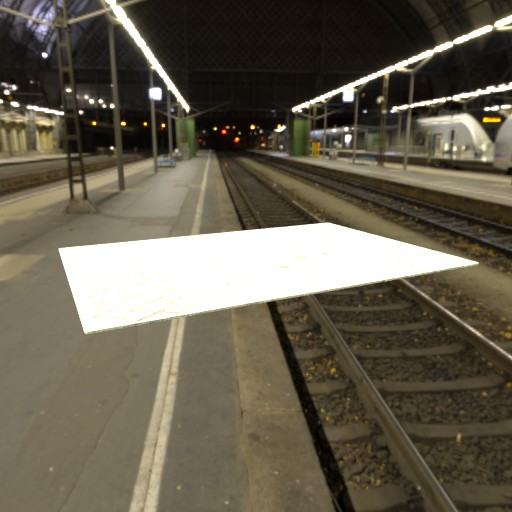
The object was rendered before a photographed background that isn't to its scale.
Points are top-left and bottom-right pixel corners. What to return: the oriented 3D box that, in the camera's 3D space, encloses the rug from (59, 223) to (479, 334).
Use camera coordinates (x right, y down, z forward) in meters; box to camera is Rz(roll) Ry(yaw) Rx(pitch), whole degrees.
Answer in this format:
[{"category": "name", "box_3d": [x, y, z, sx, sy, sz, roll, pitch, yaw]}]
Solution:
[{"category": "rug", "box_3d": [0.000, 0.000, 2.314, 1.820, 0.009, 1.260, -7, 16, -26]}]
